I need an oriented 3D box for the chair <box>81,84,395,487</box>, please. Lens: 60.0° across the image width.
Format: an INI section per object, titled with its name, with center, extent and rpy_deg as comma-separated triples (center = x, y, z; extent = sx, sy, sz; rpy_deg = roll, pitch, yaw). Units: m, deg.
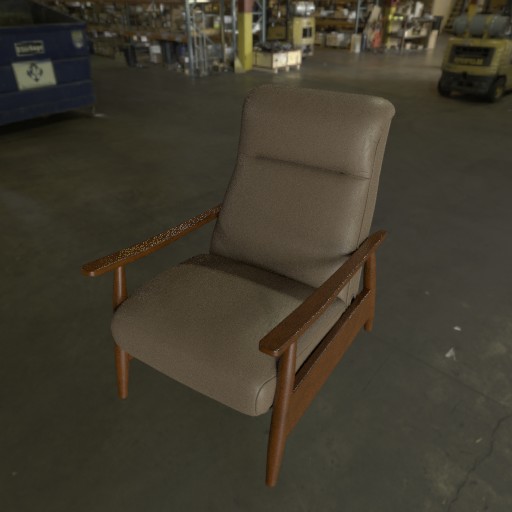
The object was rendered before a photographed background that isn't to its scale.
[chair]
center = 0.000, 0.000, 1.711
extent = 0.762, 1.082, 1.014
rpy_deg = 18, 35, 27
